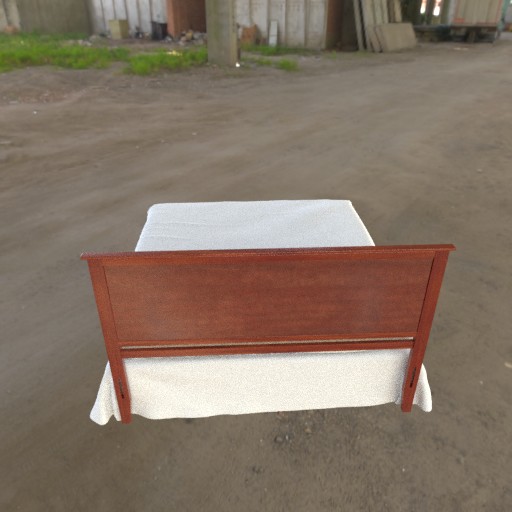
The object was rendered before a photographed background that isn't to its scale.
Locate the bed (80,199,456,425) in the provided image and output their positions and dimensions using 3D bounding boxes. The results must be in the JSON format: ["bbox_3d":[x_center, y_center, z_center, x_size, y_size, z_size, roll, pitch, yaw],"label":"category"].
[{"bbox_3d":[0.000,0.000,3.611,2.314,1.271,2.219,-1,29,-2],"label":"bed"}]
